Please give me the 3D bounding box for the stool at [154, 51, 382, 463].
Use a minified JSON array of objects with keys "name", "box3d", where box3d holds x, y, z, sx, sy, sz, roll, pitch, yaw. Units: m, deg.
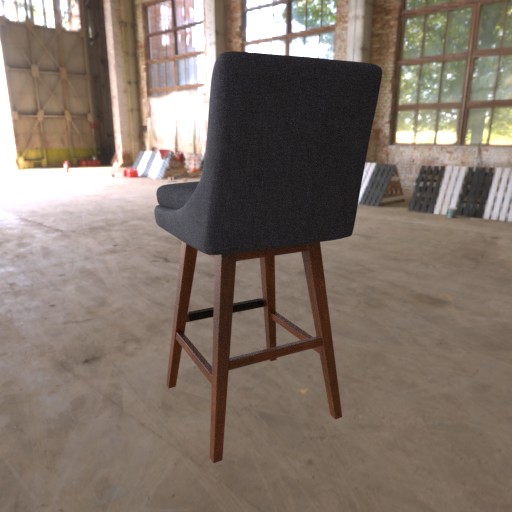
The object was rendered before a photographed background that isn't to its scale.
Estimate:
[{"name":"stool","box3d":[0.000,0.000,1.370,0.489,1.068,0.572,-8,18,-27]}]
